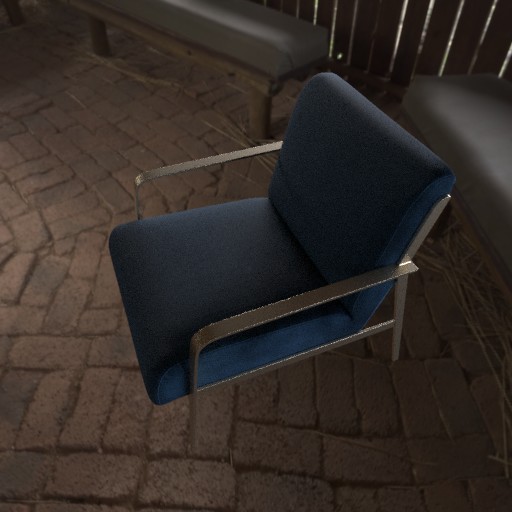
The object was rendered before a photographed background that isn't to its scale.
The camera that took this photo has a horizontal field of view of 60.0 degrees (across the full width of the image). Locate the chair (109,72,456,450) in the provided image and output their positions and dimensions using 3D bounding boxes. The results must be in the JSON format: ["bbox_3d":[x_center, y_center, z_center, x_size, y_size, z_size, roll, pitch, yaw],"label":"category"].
[{"bbox_3d":[0.000,0.000,1.404,0.859,0.831,0.692,-17,49,-15],"label":"chair"}]
